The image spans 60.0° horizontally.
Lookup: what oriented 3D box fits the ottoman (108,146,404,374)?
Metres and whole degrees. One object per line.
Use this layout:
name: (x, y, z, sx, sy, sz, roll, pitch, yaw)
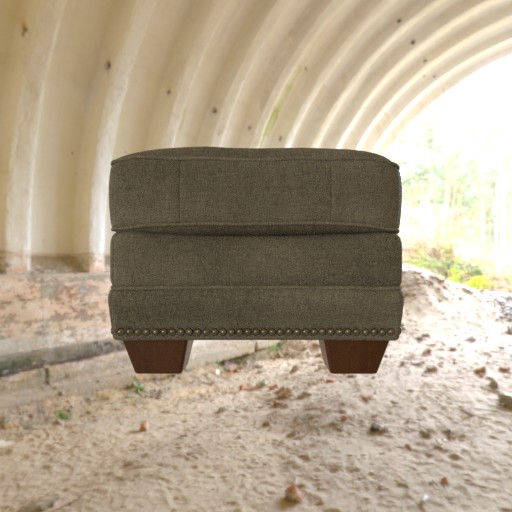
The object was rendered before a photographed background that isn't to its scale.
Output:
ottoman: (0.000, 0.000, 1.183, 0.561, 0.457, 0.813, 0, -1, 0)
